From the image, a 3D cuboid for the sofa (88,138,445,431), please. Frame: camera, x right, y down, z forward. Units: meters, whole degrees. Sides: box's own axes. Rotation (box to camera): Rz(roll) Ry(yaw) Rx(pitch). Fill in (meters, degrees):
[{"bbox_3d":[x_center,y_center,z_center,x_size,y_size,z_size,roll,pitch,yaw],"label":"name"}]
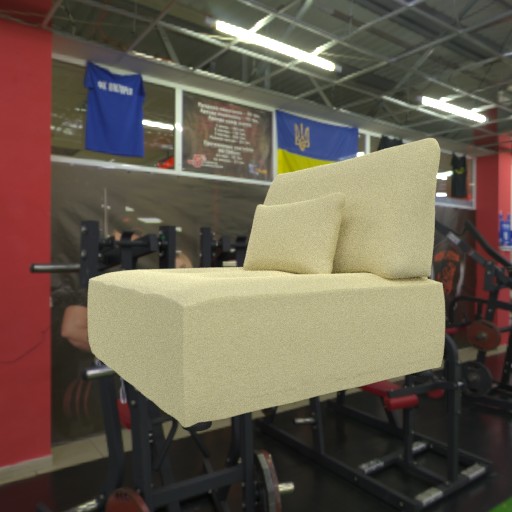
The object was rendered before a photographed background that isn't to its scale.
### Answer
[{"bbox_3d":[0.000,0.000,1.652,1.000,0.820,0.930,0,1,-33],"label":"sofa"}]
